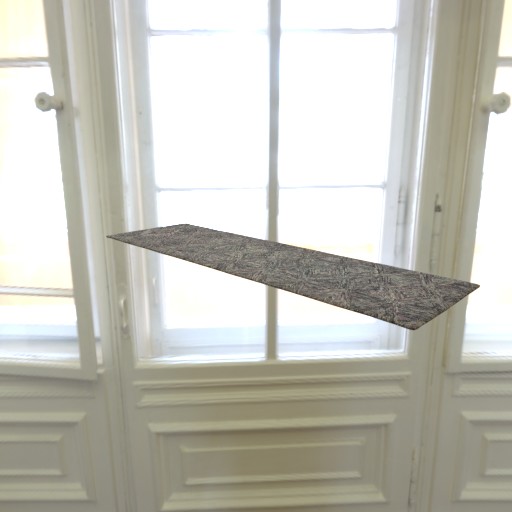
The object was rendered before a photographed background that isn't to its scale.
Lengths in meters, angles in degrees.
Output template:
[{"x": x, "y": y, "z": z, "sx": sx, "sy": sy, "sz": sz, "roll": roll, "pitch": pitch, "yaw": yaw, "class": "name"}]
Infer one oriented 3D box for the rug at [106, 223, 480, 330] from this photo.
[{"x": 0.000, "y": 0.000, "z": 2.631, "sx": 2.305, "sy": 0.013, "sz": 0.719, "roll": 14, "pitch": 20, "yaw": 42, "class": "rug"}]
